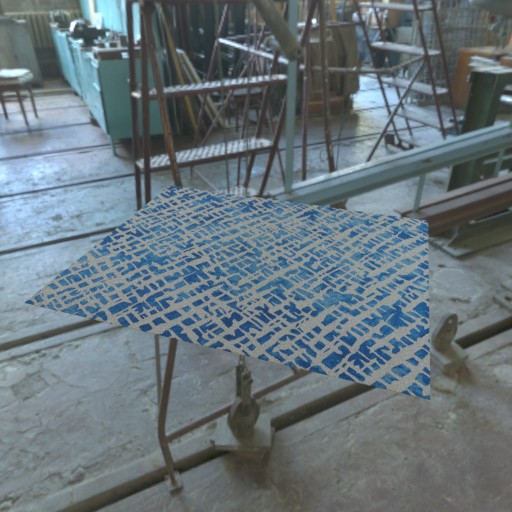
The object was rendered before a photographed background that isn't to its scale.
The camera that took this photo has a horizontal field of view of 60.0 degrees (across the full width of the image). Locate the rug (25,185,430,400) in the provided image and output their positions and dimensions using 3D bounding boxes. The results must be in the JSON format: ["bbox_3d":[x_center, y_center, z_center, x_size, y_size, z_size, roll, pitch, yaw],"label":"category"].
[{"bbox_3d":[0.000,0.000,4.041,3.007,0.007,2.435,10,33,15],"label":"rug"}]
